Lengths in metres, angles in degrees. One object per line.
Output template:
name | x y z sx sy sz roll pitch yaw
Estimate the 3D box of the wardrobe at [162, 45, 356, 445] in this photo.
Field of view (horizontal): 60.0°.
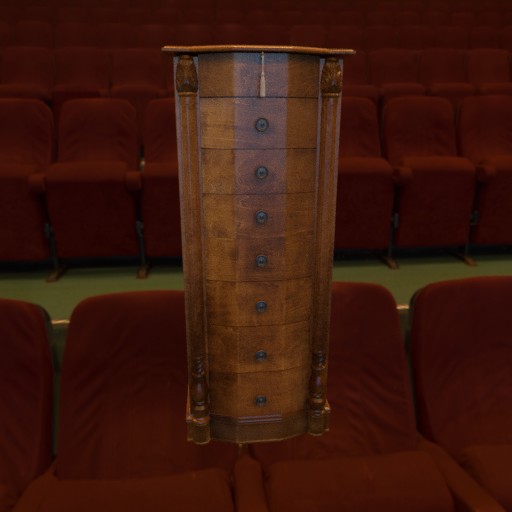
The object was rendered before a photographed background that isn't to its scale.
wardrobe | 0.000 0.000 1.146 0.406 0.959 0.273 -2 16 -6
